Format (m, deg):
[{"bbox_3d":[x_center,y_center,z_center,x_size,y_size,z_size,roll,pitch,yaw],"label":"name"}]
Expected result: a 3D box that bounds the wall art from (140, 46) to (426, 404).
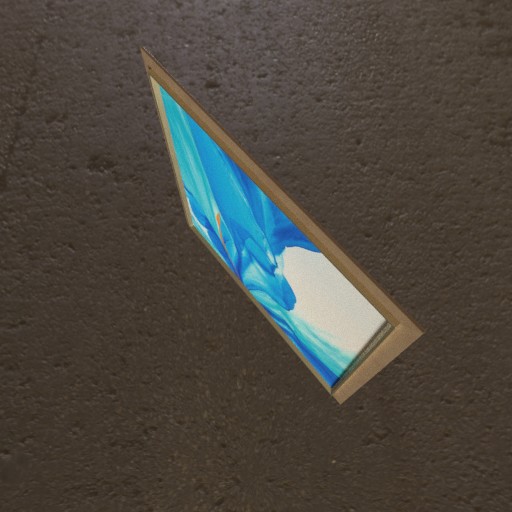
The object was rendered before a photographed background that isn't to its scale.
[{"bbox_3d":[0.000,0.000,1.651,0.025,1.067,1.168,-35,69,-16],"label":"wall art"}]
